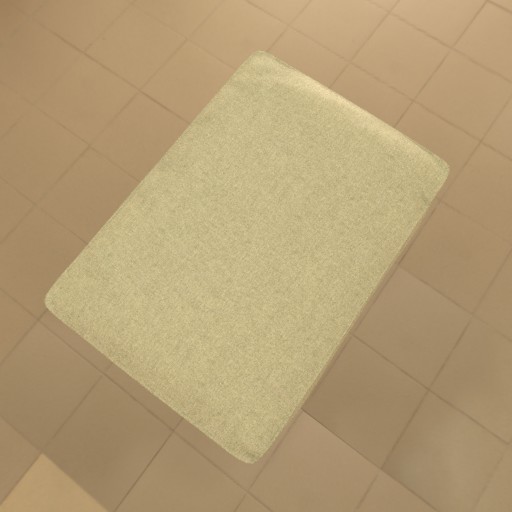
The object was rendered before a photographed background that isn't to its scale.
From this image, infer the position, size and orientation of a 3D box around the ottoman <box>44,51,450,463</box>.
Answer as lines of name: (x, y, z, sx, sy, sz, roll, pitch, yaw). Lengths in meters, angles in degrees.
ottoman: (0.000, 0.000, 1.212, 0.611, 0.508, 0.848, 35, 78, 9)
